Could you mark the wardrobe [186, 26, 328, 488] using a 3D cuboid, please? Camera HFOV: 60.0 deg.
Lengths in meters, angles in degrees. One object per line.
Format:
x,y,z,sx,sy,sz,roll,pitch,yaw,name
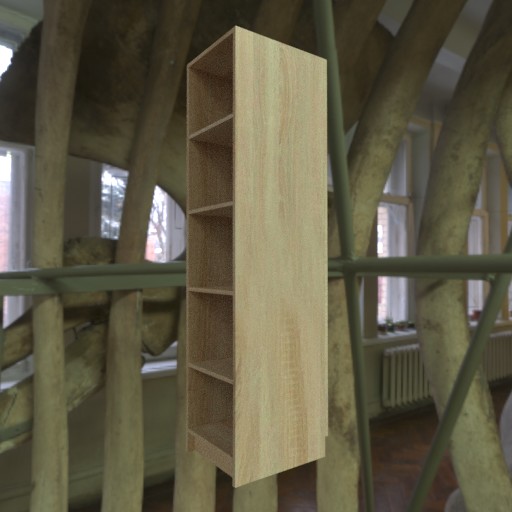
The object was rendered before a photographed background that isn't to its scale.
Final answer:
0.000,0.000,2.400,0.588,2.117,0.496,1,-1,-36,wardrobe
